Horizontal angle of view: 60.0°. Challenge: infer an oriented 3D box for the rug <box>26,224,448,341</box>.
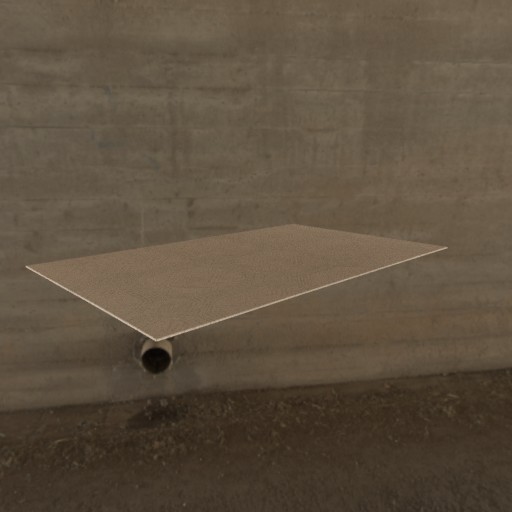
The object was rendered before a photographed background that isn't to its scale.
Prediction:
[{"bbox_3d":[0.000,0.000,2.986,2.440,0.008,1.524,-12,18,-42],"label":"rug"}]
